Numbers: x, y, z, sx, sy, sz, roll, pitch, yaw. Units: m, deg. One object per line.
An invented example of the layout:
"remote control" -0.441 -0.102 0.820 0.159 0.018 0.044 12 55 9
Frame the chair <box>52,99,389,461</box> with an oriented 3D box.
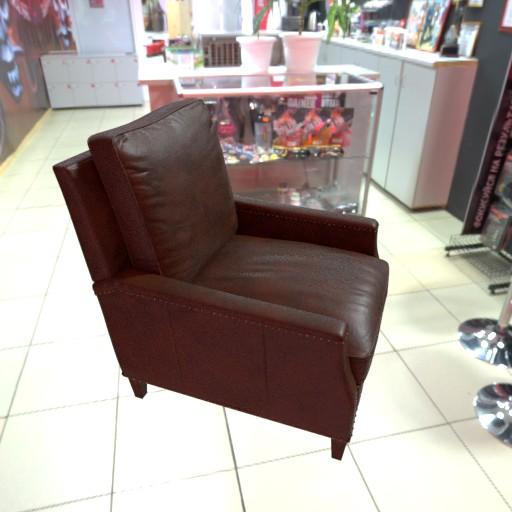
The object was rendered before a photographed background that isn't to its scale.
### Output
"chair" 0.000 0.000 1.763 1.035 1.054 0.854 10 32 17
